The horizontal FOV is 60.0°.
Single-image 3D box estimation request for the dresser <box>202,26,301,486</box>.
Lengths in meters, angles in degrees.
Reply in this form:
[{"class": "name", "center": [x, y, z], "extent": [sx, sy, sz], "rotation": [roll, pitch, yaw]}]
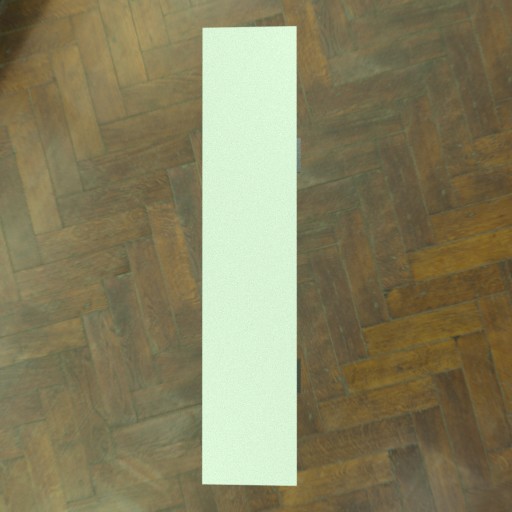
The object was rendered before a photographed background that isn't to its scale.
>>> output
[{"class": "dresser", "center": [0.000, 0.000, 1.881], "extent": [0.333, 0.790, 1.535], "rotation": [0, 90, 2]}]
